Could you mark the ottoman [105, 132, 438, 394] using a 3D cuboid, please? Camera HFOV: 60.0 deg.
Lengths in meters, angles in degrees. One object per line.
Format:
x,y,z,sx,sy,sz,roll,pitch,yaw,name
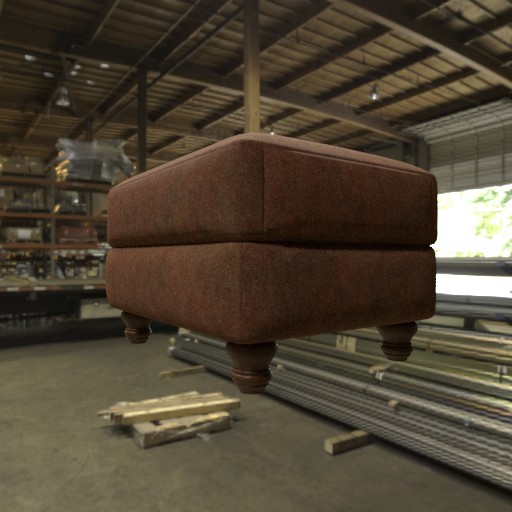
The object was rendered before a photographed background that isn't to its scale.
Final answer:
0.000,0.000,1.196,0.635,0.508,0.787,0,0,-36,ottoman
